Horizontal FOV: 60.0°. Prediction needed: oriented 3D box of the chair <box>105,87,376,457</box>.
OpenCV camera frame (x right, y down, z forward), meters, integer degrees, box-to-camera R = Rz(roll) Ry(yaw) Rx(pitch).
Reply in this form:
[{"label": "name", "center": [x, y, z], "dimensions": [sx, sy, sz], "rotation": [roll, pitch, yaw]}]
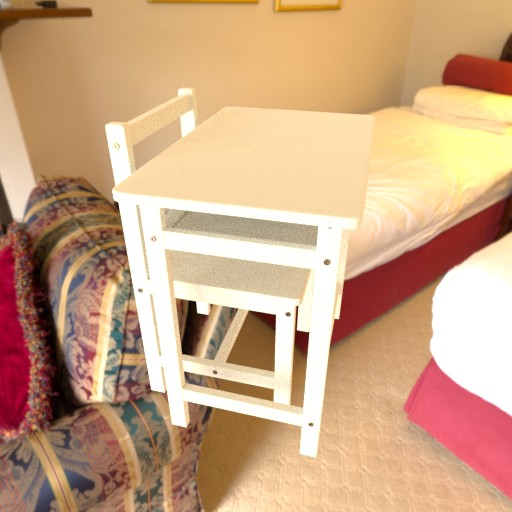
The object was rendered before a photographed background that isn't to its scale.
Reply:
[{"label": "chair", "center": [0.000, 0.000, 1.046], "dimensions": [0.461, 0.673, 0.599], "rotation": [8, 32, 13]}]
